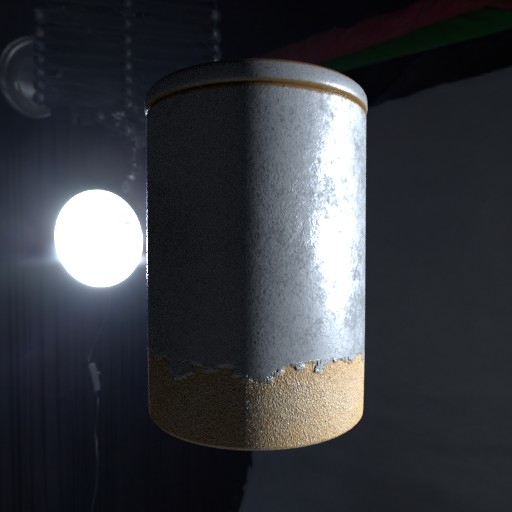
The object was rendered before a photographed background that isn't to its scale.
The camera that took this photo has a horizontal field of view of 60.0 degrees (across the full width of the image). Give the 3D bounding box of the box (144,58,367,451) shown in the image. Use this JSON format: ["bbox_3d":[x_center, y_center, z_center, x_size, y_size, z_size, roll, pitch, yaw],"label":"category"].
[{"bbox_3d":[0.000,0.000,0.242,0.118,0.168,0.118,0,0,0],"label":"box"}]
